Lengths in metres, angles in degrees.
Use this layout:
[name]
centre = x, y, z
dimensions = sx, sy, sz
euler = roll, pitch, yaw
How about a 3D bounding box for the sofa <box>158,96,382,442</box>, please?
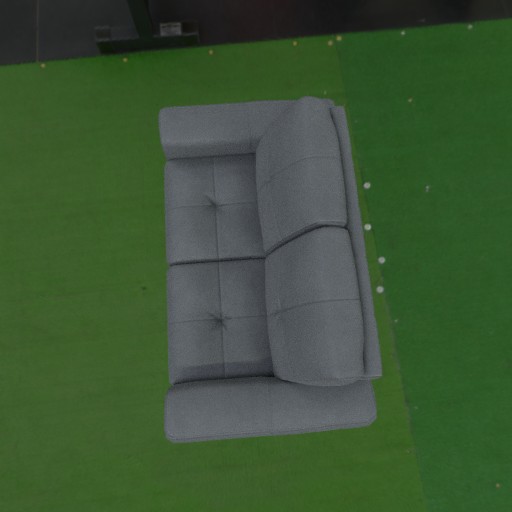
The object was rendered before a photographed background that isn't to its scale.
[sofa]
centre = 0.000, 0.000, 2.377
dimensions = 1.018, 0.907, 1.806
euler = -4, 75, -1
